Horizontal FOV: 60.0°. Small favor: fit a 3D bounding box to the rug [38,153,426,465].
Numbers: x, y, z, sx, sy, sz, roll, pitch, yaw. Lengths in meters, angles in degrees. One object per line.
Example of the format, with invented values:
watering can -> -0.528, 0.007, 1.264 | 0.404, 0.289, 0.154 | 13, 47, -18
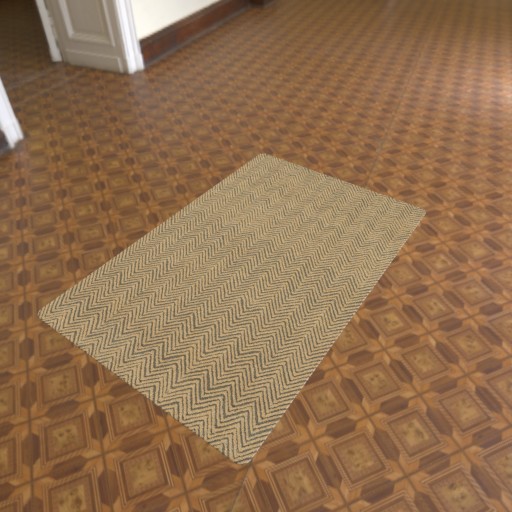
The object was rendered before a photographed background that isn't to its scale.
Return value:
rug -> 0.000, 0.000, 2.229 | 1.144, 0.008, 1.752 | 25, 48, 25
